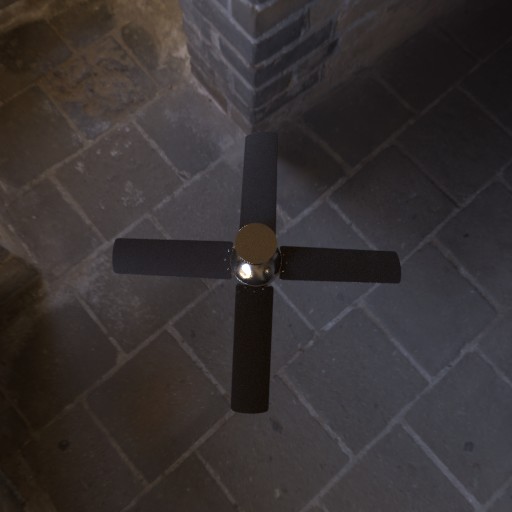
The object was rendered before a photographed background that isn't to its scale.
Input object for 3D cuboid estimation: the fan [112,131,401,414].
[{"bbox_3d":[0.000,0.000,1.952,1.332,0.403,1.332,2,75,1],"label":"fan"}]
